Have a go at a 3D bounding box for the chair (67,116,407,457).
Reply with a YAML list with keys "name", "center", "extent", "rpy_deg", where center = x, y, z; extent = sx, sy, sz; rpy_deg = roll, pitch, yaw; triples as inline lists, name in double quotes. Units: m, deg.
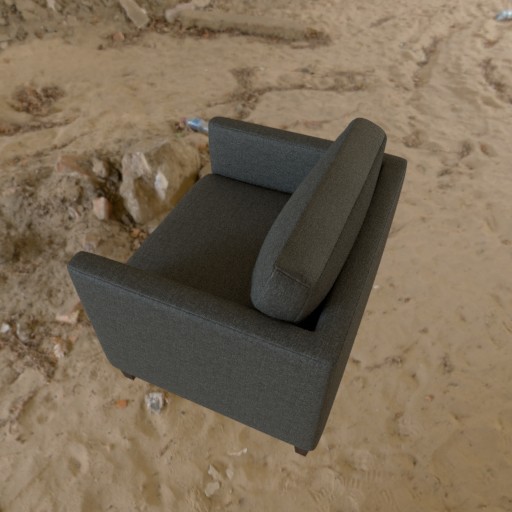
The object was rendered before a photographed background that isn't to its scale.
- name: "chair"
  center: [0.000, 0.000, 1.848]
  extent: [0.959, 0.963, 1.107]
  rpy_deg: [18, 49, 16]
